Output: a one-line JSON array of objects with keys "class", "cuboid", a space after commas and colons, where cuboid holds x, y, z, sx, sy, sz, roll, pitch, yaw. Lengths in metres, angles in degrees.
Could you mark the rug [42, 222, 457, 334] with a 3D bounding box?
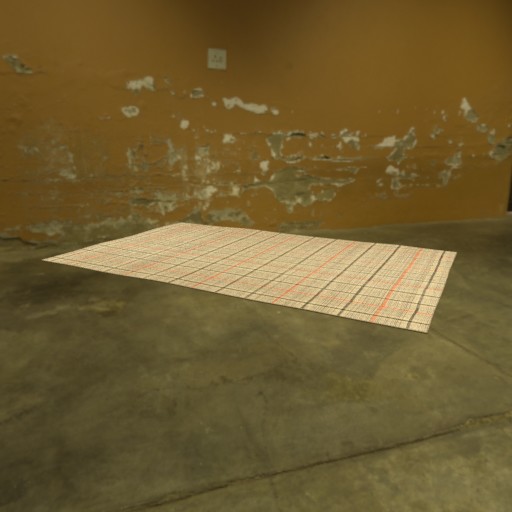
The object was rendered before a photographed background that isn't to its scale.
[{"class": "rug", "cuboid": [0.000, 0.000, 3.061, 2.439, 0.015, 1.524, 8, 17, 27]}]
